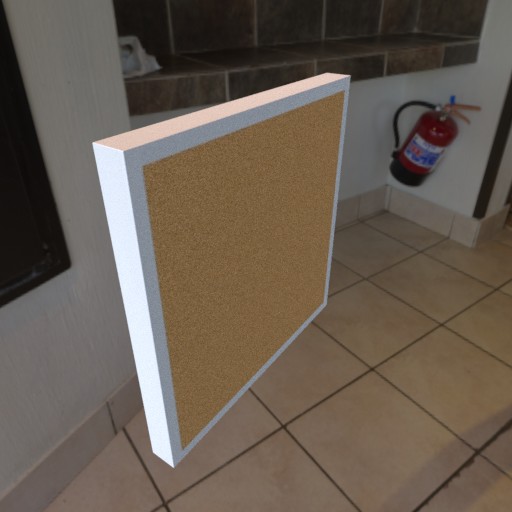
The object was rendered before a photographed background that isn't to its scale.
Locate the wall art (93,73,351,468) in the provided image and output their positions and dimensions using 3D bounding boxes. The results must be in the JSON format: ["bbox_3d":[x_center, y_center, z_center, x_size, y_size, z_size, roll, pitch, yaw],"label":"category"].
[{"bbox_3d":[0.000,0.000,0.598,0.038,0.406,0.406,20,37,30],"label":"wall art"}]
